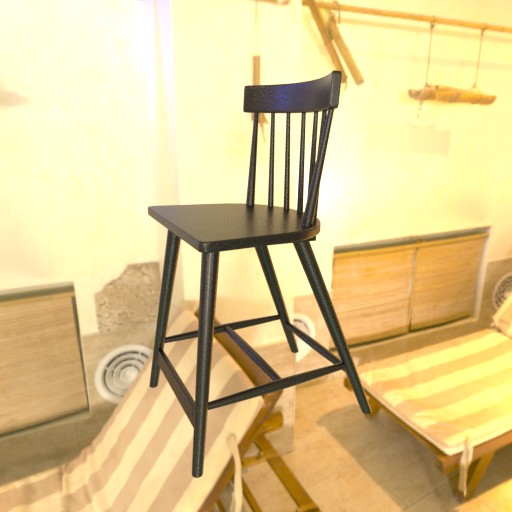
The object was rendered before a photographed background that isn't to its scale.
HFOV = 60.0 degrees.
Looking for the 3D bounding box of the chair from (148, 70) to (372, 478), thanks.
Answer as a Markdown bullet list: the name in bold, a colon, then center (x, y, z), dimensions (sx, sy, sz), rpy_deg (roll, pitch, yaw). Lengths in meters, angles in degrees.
- **chair**: center (0.000, 0.000, 1.272), dimensions (0.572, 0.952, 0.483), rpy_deg (-8, 18, -25)
